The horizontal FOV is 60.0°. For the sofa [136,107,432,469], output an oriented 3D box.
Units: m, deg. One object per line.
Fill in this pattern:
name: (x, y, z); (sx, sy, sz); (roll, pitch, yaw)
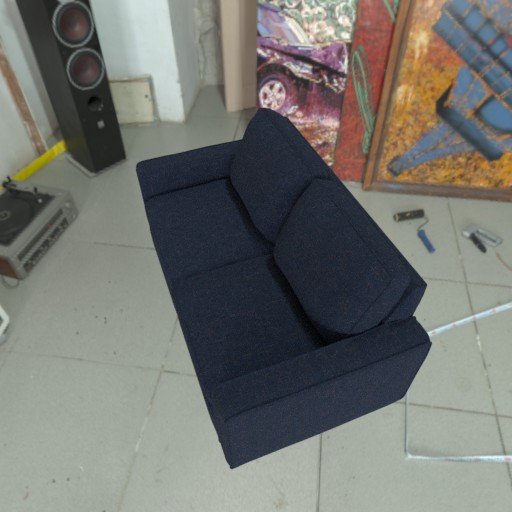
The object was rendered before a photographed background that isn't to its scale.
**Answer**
sofa: (0.000, 0.000, 2.347); (0.947, 0.918, 1.709); (-16, 49, -14)
